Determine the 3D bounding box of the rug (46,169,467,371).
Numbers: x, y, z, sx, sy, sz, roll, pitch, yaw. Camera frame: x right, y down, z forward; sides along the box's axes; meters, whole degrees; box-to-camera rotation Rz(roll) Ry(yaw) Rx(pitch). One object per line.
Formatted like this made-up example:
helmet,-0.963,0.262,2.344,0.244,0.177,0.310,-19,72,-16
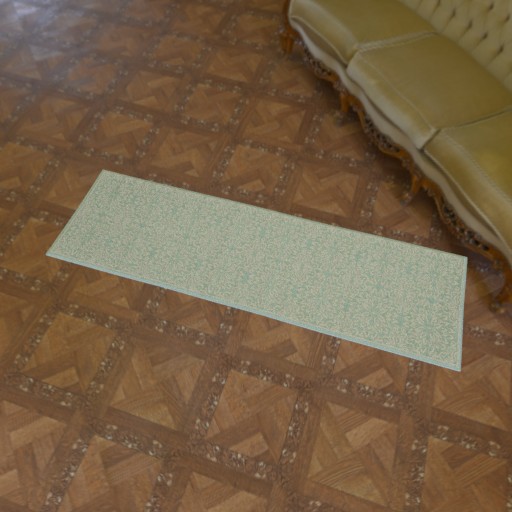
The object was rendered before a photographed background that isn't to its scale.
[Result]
rug,0.000,0.000,2.408,2.196,0.011,0.662,15,58,9
